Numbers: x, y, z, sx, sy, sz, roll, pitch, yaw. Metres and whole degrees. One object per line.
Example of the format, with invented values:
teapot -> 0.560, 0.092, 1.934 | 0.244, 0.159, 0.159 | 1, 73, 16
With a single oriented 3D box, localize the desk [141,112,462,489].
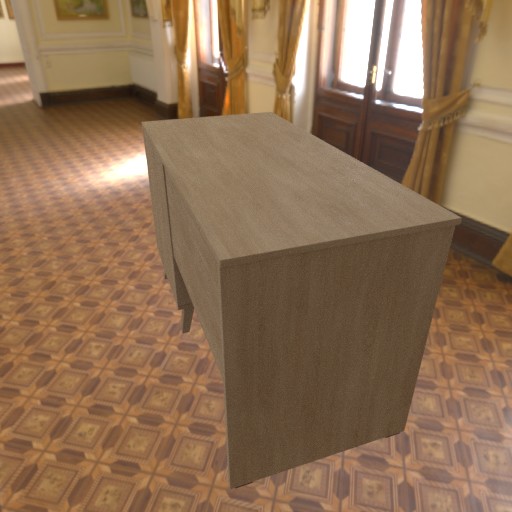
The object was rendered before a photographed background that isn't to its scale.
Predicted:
desk -> 0.000, 0.000, 1.675 | 0.600, 0.770, 1.251 | -10, 31, -17
